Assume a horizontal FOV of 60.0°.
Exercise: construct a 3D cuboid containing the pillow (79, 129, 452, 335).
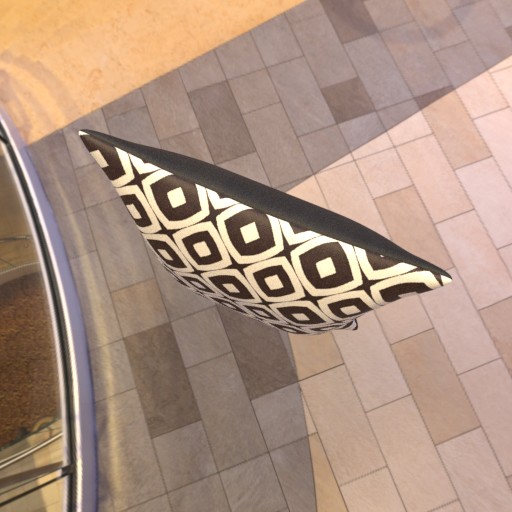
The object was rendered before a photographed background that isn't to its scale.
[{"bbox_3d":[0.000,0.000,0.784,0.504,0.494,0.188,23,75,6],"label":"pillow"}]
